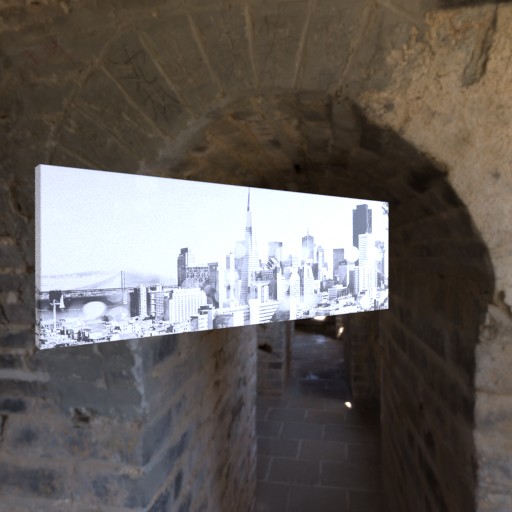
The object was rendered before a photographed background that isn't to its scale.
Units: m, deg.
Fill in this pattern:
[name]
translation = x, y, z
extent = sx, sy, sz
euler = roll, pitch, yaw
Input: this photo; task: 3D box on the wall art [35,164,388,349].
[wall art]
translation = 0.000, 0.000, 0.853
extent = 0.766, 0.256, 0.036
euler = 0, 0, -37
